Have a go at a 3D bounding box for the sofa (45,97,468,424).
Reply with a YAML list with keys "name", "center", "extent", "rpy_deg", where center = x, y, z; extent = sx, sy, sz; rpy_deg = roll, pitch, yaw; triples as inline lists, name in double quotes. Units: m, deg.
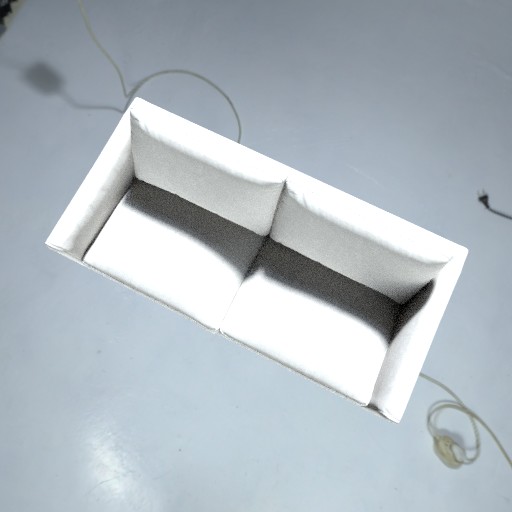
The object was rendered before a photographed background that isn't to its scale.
- name: "sofa"
  center: [0.000, 0.000, 2.789]
  extent: [2.588, 0.838, 1.090]
  rpy_deg: [26, 78, 6]
